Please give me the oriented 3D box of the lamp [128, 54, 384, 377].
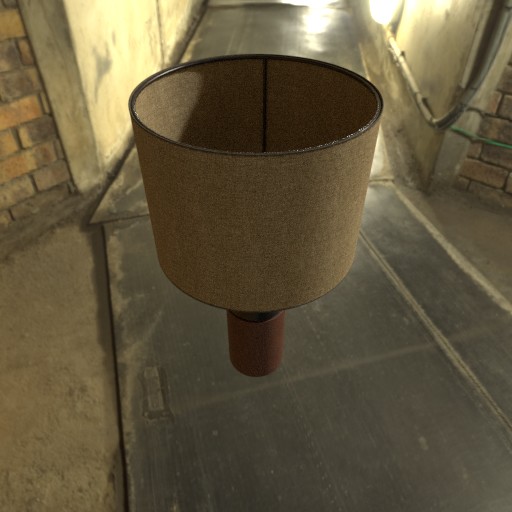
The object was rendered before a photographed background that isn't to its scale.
[{"bbox_3d":[0.000,0.000,0.473,0.202,0.350,0.202,0,41,0],"label":"lamp"}]
